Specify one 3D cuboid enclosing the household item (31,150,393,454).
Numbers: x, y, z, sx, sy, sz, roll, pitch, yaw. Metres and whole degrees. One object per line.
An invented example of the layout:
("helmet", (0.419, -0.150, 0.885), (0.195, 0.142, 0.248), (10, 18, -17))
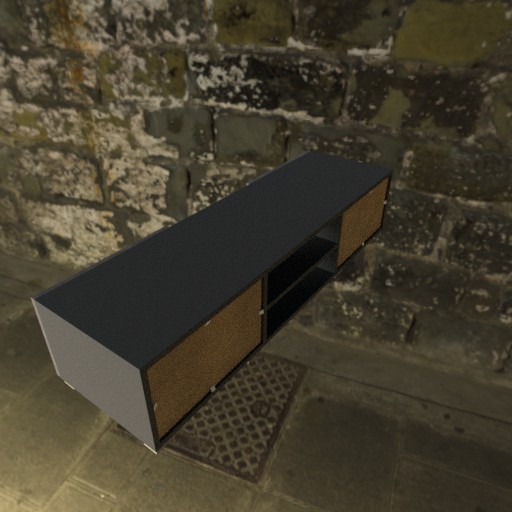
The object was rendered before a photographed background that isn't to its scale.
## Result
("household item", (0.000, 0.000, 1.599), (0.420, 0.310, 1.400), (22, 38, 30))
